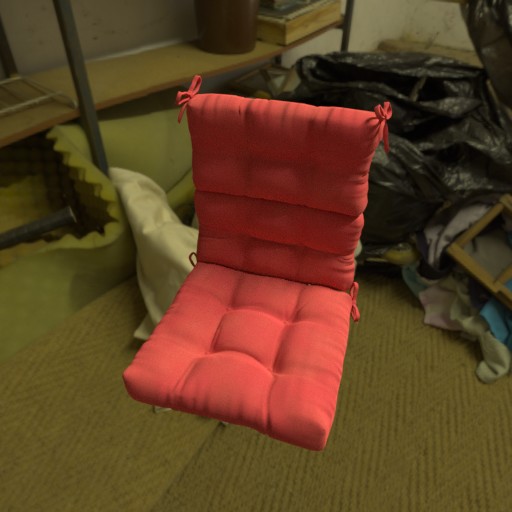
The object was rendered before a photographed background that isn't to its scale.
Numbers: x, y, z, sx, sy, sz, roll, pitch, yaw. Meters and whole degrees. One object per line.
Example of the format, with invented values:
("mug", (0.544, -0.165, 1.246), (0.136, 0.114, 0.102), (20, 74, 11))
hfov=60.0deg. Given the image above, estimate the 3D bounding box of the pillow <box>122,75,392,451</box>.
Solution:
("pillow", (0.000, 0.000, 1.019), (0.519, 0.605, 0.571), (11, 41, 13))
